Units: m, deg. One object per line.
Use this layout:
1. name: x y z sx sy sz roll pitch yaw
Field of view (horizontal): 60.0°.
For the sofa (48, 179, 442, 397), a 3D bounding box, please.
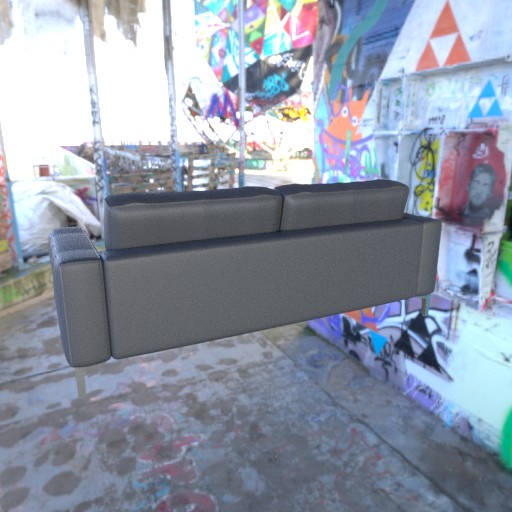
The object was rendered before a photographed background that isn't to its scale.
1. sofa: 0.000 0.000 2.714 2.275 0.893 0.833 -7 17 -25
